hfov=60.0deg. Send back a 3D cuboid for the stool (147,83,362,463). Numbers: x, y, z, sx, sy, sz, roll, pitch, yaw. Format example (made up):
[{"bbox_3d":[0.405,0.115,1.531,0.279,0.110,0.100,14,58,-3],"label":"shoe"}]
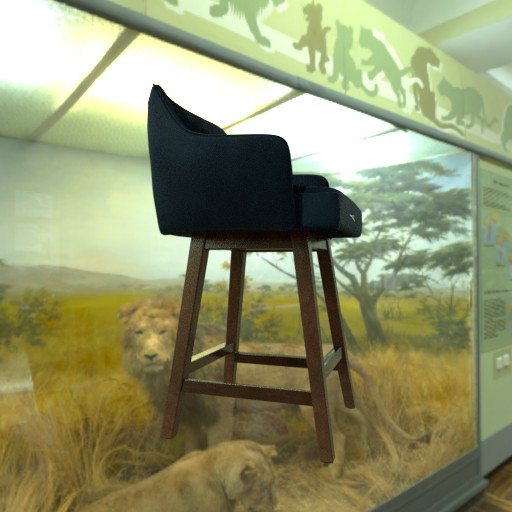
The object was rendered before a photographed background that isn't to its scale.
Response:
[{"bbox_3d":[0.000,0.000,1.277,0.560,0.940,0.550,0,-1,19],"label":"stool"}]
